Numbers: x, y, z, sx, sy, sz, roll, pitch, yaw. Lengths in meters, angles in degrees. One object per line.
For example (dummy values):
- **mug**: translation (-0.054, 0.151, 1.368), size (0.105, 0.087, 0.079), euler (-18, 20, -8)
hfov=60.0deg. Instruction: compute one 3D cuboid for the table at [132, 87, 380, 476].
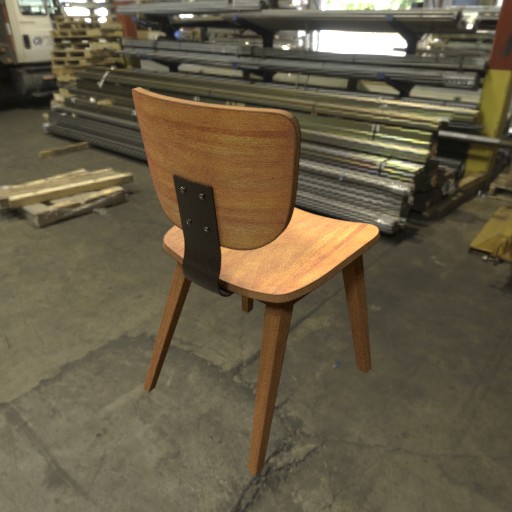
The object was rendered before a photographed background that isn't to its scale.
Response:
- **table**: translation (0.000, 0.000, 1.118), size (0.499, 0.805, 0.500), euler (22, 36, 34)
